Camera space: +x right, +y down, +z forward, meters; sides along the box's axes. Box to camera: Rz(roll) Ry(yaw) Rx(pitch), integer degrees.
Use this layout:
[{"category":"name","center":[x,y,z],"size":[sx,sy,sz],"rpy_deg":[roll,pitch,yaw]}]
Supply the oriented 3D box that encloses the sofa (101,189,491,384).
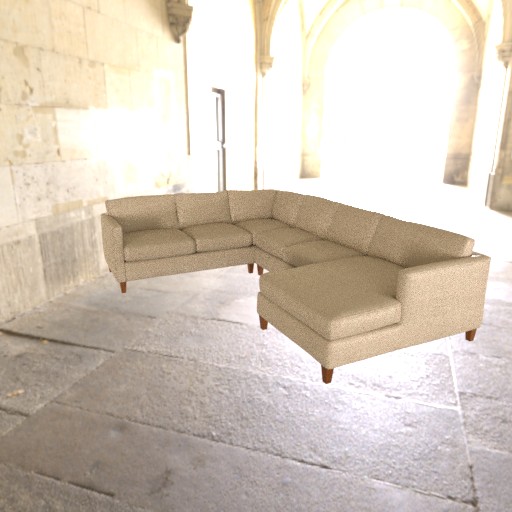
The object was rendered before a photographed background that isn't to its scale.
[{"category":"sofa","center":[0.000,0.000,4.549],"size":[2.594,0.961,3.460],"rpy_deg":[-8,18,-25]}]
